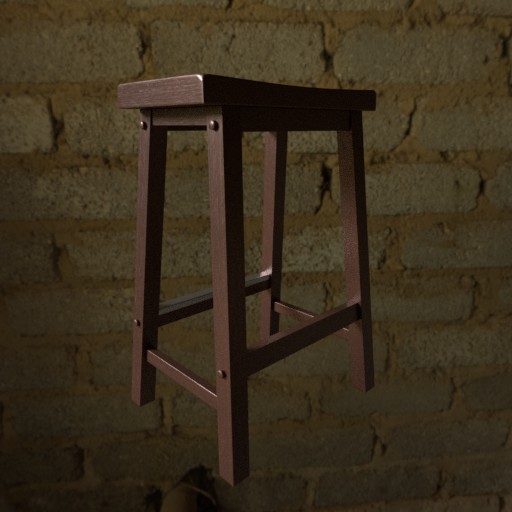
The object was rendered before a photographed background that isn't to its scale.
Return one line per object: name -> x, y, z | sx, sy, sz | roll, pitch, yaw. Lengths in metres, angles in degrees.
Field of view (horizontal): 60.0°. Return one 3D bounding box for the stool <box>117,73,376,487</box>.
stool -> 0.000, 0.000, 0.855 | 0.406, 0.610, 0.322 | -15, 22, -42
